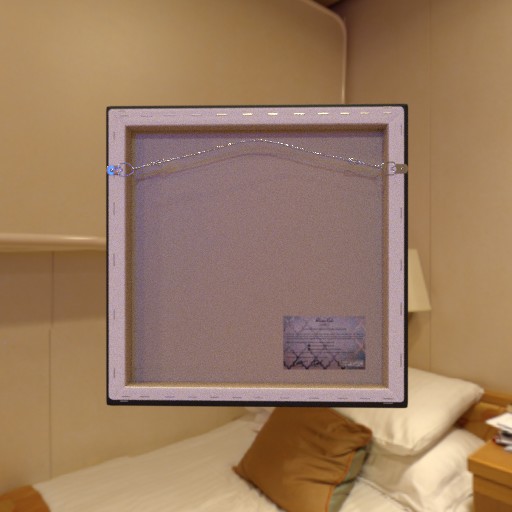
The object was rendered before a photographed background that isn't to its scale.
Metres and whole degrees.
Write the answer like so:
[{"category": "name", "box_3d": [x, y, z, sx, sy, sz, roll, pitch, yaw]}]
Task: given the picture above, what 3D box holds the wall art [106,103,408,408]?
[{"category": "wall art", "box_3d": [0.000, 0.000, 0.909, 0.610, 0.611, 0.043, 0, 0, 2]}]
